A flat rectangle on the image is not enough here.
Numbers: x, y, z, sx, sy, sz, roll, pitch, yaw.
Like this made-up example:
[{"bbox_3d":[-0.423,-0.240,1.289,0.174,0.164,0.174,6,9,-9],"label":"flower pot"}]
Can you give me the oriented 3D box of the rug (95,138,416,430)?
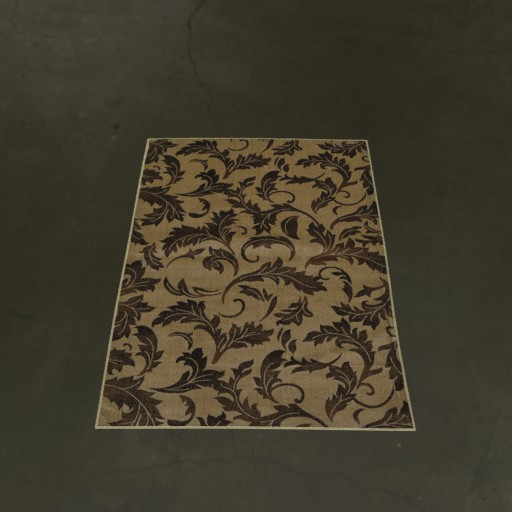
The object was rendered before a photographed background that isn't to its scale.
[{"bbox_3d":[0.000,0.000,4.024,2.380,0.008,2.977,0,59,0],"label":"rug"}]
